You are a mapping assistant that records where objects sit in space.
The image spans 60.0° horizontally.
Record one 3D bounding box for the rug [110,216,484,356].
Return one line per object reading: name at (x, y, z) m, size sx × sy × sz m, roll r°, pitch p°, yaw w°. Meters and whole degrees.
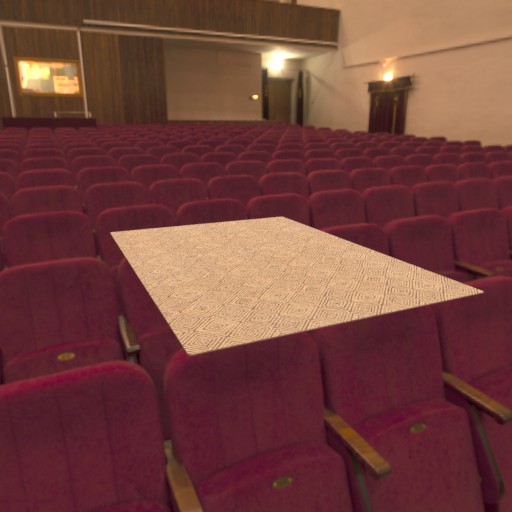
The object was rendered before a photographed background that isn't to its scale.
rug at (0.000, 0.000, 2.966) m, size 1.593 × 0.008 × 2.238 m, roll -7°, pitch 18°, yaw -24°
